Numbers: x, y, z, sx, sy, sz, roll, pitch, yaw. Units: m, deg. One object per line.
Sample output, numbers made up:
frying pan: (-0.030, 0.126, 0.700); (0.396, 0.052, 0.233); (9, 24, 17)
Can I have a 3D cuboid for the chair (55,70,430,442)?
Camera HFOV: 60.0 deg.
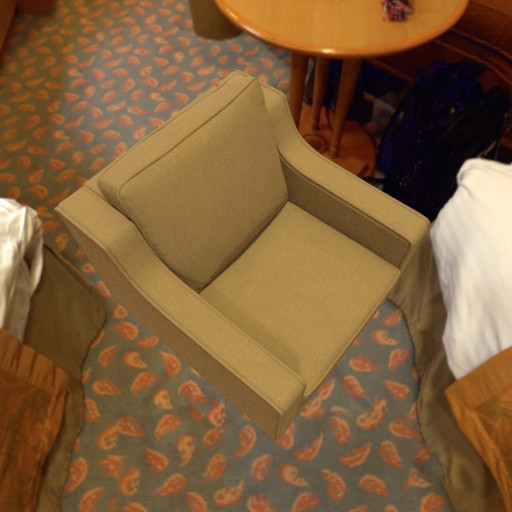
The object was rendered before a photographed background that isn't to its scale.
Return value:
chair: (0.000, 0.000, 1.637); (0.909, 0.960, 0.831); (36, 66, 19)
